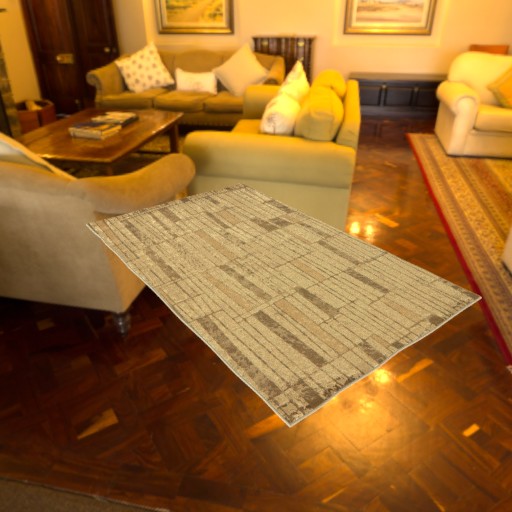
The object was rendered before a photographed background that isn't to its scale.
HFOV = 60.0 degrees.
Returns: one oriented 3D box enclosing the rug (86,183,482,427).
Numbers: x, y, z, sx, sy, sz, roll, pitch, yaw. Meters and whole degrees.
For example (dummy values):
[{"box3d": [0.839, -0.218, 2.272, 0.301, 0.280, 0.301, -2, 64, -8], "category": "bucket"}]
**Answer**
[{"box3d": [0.000, 0.000, 3.077, 1.531, 0.023, 2.444, -21, 36, -32], "category": "rug"}]
